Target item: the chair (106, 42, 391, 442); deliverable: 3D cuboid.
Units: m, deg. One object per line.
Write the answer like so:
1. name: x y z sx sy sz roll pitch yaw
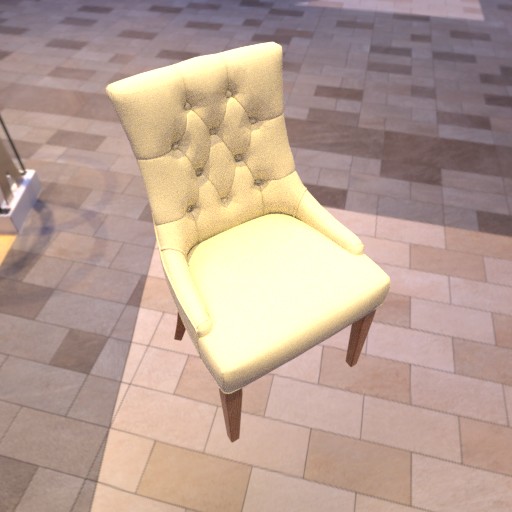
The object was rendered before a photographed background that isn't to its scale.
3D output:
1. chair: 0.000 0.000 1.187 0.509 0.874 0.565 -25 52 -21
